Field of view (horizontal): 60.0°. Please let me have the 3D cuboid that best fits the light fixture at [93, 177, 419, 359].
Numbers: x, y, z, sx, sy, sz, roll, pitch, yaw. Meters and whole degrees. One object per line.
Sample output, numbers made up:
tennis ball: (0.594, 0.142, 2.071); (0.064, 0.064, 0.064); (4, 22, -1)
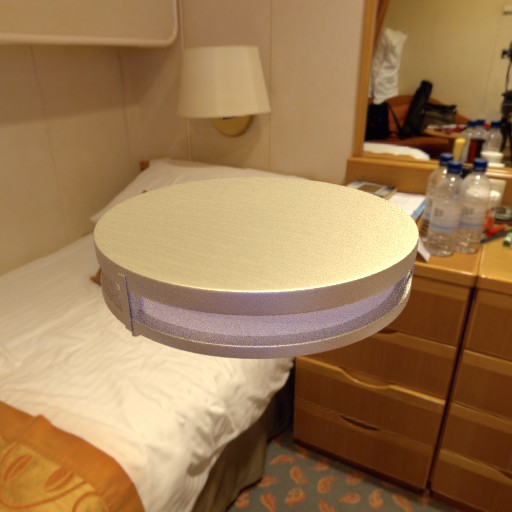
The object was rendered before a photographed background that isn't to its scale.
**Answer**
light fixture: (0.000, 0.000, 0.529); (0.356, 0.102, 0.356); (0, 25, 0)
